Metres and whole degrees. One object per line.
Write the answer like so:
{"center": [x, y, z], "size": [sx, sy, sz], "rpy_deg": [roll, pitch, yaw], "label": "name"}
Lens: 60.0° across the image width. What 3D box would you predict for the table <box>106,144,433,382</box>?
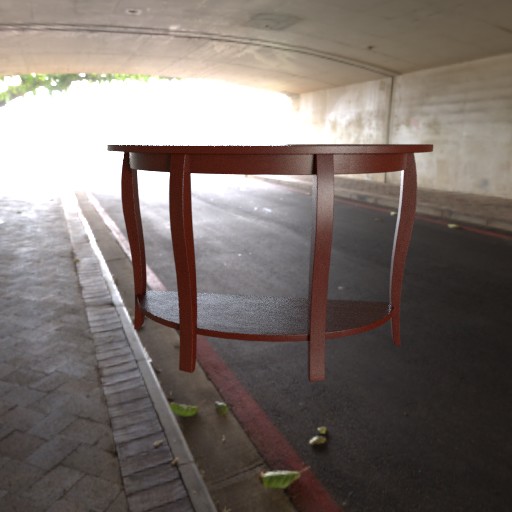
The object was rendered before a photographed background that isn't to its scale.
{"center": [0.000, 0.000, 1.600], "size": [1.219, 0.779, 0.405], "rpy_deg": [2, 15, 8], "label": "table"}
